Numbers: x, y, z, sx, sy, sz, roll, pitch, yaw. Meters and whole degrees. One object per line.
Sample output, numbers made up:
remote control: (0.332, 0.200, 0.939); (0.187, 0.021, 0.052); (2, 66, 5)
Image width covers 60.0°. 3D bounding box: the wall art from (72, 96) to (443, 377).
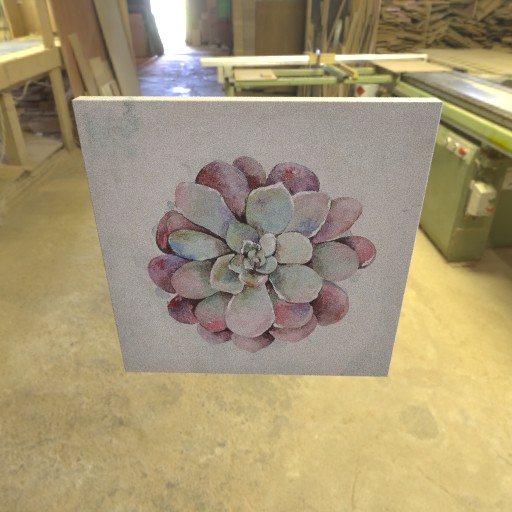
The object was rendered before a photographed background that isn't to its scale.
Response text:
wall art: (0.000, 0.000, 0.889); (0.605, 0.605, 0.044); (1, 30, 1)
